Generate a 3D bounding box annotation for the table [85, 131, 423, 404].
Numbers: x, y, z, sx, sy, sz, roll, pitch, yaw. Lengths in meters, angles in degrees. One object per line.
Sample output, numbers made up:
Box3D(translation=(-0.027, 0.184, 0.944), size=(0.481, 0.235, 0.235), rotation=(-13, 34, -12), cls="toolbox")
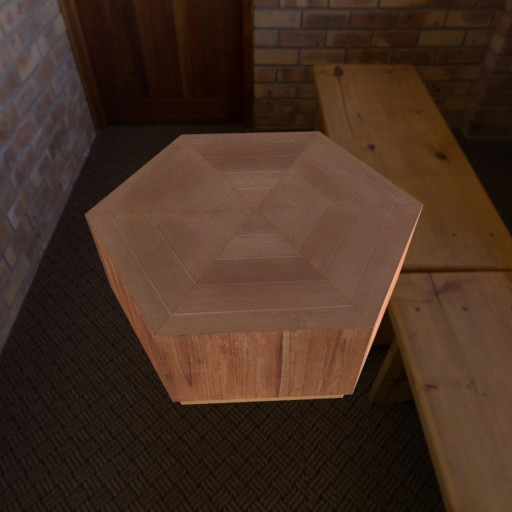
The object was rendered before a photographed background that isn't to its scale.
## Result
Box3D(translation=(0.000, 0.000, 1.673), size=(1.000, 0.456, 1.154), rotation=(-25, 51, -22), cls="table")
